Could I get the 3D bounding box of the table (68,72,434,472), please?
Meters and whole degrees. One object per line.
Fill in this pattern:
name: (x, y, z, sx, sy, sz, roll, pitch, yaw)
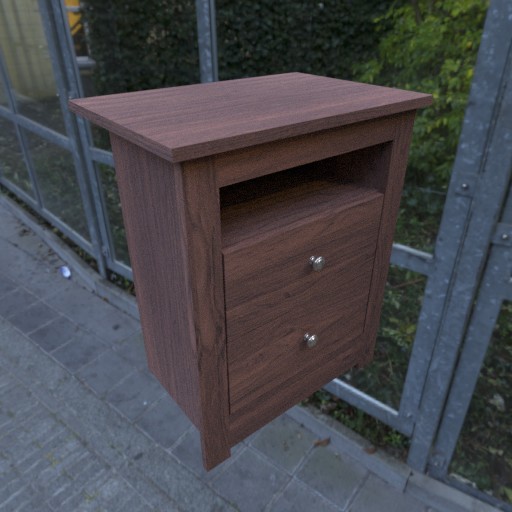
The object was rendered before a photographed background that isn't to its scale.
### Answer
table: (0.000, 0.000, 1.039, 0.589, 0.711, 0.406, -22, 37, -32)
